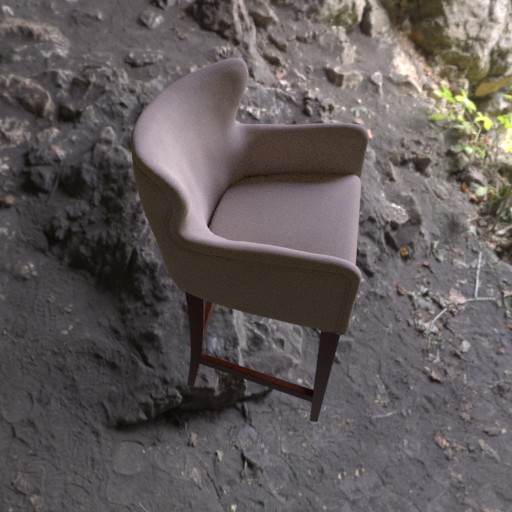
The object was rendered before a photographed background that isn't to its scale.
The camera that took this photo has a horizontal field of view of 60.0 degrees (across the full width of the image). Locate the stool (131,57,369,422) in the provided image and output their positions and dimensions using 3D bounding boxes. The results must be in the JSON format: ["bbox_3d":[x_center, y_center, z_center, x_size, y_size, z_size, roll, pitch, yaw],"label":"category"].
[{"bbox_3d":[0.000,0.000,1.354,0.570,0.951,0.601,9,47,8],"label":"stool"}]
